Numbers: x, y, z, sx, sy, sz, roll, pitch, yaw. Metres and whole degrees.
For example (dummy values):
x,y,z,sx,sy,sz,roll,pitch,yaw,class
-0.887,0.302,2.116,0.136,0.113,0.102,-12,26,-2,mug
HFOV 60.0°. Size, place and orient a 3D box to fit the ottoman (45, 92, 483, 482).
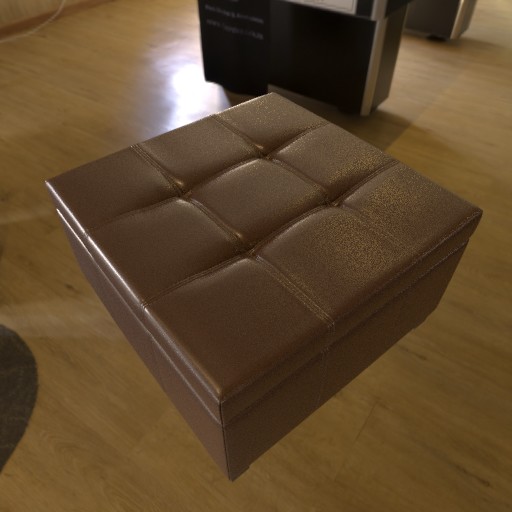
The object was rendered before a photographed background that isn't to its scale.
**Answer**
x,y,z,sx,sy,sz,roll,pitch,yaw,class
0.000,0.000,1.246,0.788,0.460,0.787,-30,53,-26,ottoman
